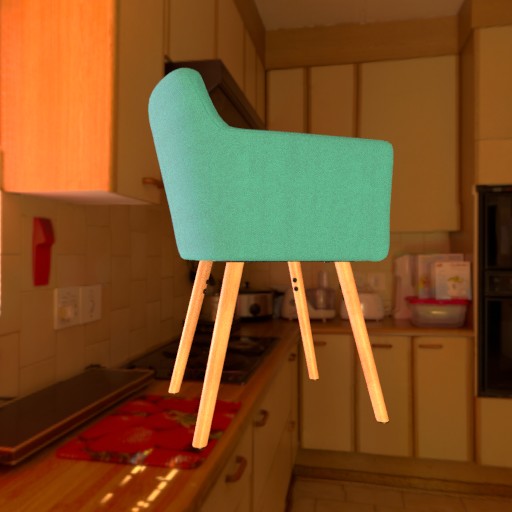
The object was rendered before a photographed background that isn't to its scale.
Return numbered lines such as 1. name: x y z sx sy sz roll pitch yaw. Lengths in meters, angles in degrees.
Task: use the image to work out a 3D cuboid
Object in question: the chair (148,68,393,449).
1. chair: 0.000 0.000 1.149 0.540 0.780 0.570 0 0 -18
